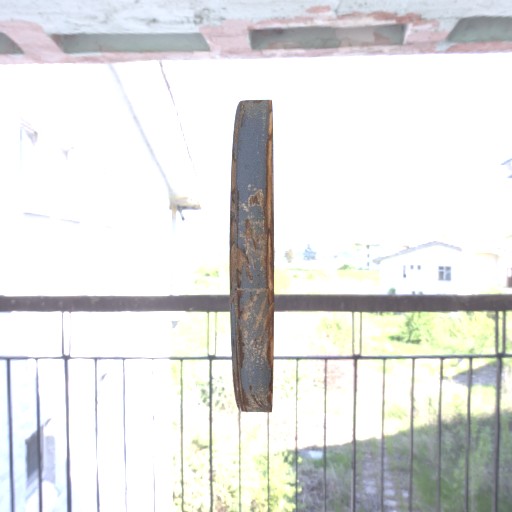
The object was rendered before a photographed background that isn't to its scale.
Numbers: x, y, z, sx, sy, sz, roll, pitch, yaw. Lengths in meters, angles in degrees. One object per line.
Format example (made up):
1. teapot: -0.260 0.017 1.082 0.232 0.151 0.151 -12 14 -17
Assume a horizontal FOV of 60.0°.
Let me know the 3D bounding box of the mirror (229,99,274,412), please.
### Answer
1. mirror: 0.000 0.000 0.878 0.061 0.585 0.585 0 1 1
